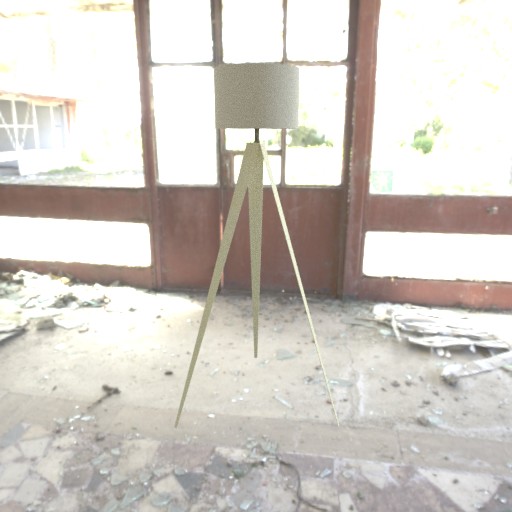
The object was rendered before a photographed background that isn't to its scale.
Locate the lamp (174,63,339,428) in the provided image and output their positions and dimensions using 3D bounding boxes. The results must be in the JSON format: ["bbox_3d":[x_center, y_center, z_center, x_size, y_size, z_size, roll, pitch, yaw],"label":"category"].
[{"bbox_3d":[0.000,0.000,1.924,0.716,1.524,0.724,-15,21,-42],"label":"lamp"}]
